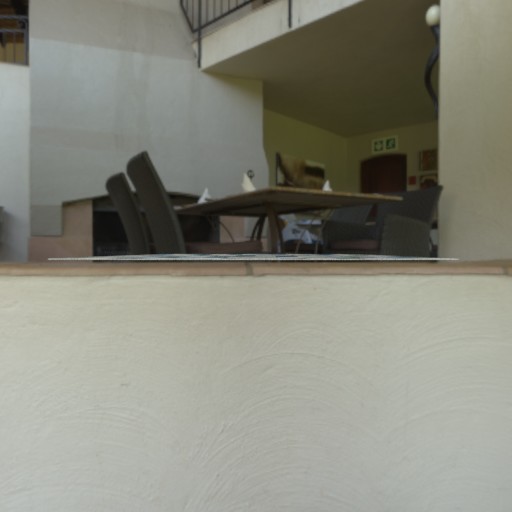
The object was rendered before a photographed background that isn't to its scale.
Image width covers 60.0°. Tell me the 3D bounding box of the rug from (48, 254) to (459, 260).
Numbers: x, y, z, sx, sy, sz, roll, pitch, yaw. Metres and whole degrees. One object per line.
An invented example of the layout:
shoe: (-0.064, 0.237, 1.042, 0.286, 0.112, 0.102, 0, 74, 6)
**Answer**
rug: (0.000, 0.000, 4.128, 2.440, 0.008, 3.036, 0, 1, 1)
